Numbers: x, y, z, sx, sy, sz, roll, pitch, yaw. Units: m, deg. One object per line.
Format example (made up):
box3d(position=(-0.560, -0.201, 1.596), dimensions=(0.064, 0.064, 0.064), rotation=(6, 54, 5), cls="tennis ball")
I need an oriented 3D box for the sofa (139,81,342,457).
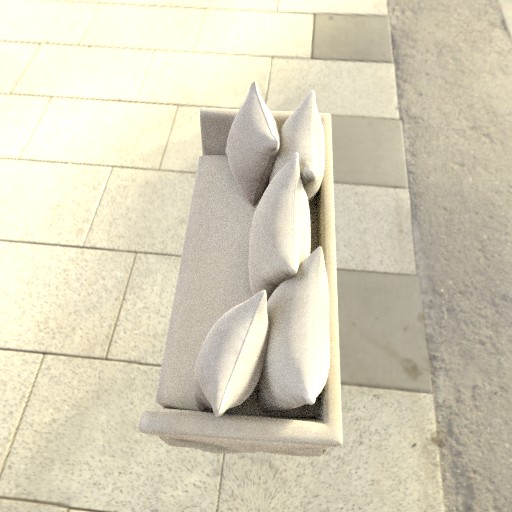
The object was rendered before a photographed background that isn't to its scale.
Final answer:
box3d(position=(0.000, 0.000, 2.864), dimensions=(1.031, 1.034, 2.290), rotation=(3, 58, 2), cls="sofa")
